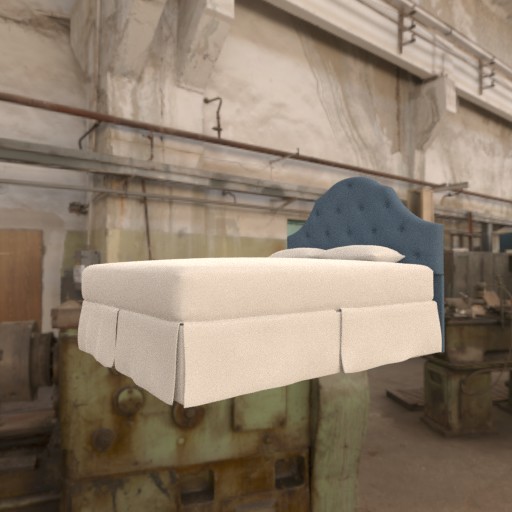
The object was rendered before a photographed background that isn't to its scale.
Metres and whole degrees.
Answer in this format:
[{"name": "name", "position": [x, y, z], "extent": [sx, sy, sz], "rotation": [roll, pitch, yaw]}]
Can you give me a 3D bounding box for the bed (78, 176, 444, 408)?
[{"name": "bed", "position": [0.000, 0.000, 3.775], "extent": [2.477, 1.617, 2.039], "rotation": [1, -1, -36]}]
